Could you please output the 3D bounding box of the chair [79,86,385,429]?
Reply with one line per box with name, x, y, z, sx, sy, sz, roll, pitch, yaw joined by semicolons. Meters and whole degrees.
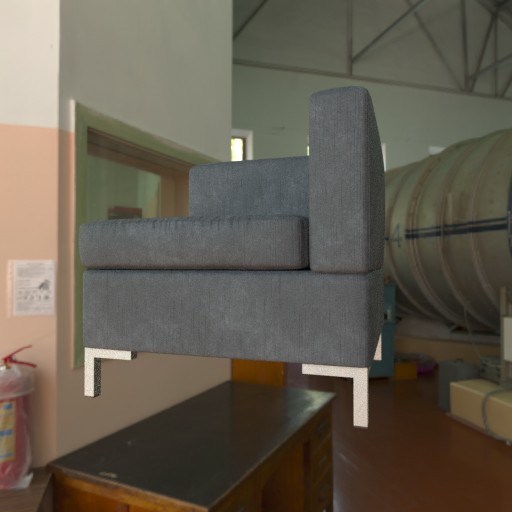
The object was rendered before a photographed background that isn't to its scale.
chair;0.000;0.000;1.222;0.680;0.660;0.680;0;-1;18
